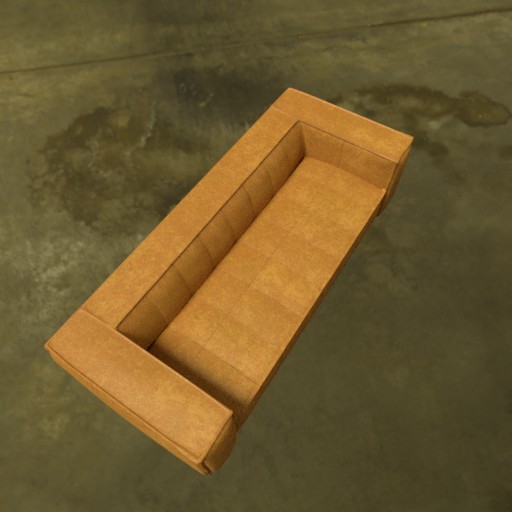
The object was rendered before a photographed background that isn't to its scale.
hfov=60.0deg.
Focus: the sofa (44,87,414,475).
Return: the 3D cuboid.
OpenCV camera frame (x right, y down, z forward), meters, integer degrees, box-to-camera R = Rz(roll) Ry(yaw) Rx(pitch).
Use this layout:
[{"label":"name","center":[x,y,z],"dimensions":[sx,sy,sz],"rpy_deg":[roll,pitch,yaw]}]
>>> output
[{"label":"sofa","center":[0.000,0.000,3.028],"dimensions":[1.102,0.701,2.581],"rpy_deg":[29,63,17]}]
